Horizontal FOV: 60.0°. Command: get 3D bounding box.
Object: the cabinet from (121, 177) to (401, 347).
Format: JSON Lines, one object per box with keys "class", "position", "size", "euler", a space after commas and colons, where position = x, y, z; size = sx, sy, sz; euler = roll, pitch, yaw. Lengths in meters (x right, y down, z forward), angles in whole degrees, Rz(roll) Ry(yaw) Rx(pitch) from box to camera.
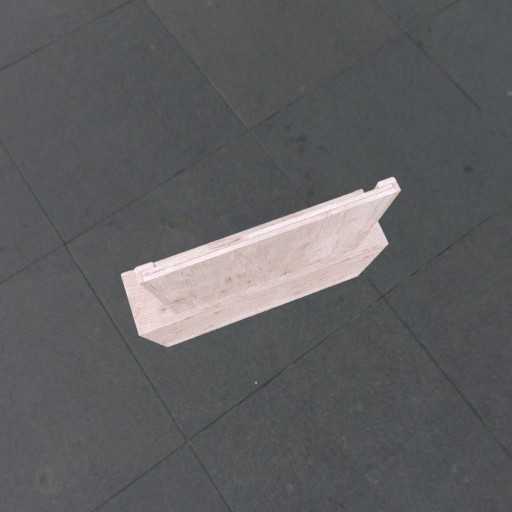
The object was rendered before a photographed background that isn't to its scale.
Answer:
{"class": "cabinet", "position": [0.000, 0.000, 2.816], "size": [1.700, 1.981, 0.420], "euler": [-20, 75, -6]}
